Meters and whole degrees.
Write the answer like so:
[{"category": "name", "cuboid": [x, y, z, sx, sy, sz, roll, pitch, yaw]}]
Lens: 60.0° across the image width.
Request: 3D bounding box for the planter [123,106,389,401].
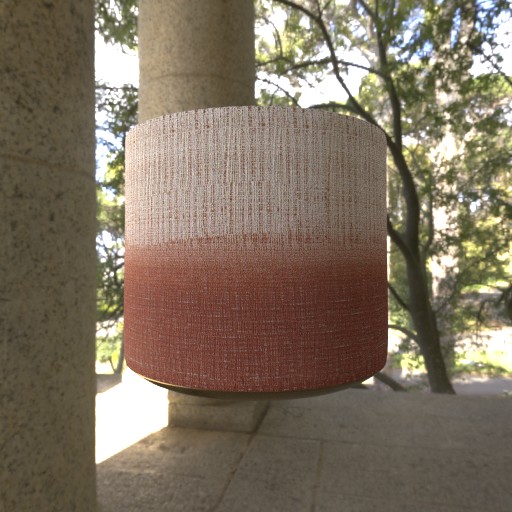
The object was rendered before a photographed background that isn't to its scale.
[{"category": "planter", "cuboid": [0.000, 0.000, 0.442, 0.254, 0.221, 0.254, 0, 1, 0]}]
